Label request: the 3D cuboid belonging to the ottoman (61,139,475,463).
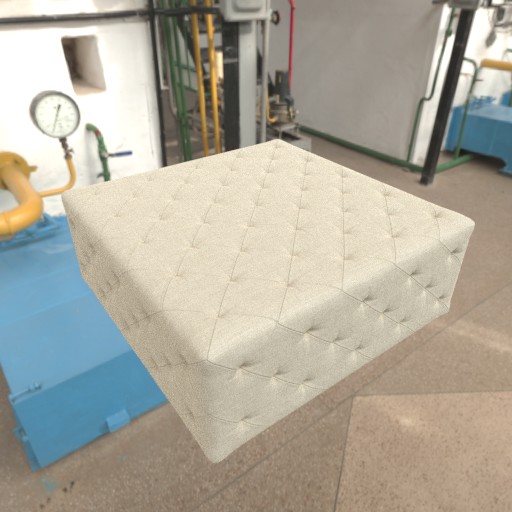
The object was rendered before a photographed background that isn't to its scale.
[{"bbox_3d":[0.000,0.000,1.623,1.028,0.439,1.028,-22,39,-30],"label":"ottoman"}]
